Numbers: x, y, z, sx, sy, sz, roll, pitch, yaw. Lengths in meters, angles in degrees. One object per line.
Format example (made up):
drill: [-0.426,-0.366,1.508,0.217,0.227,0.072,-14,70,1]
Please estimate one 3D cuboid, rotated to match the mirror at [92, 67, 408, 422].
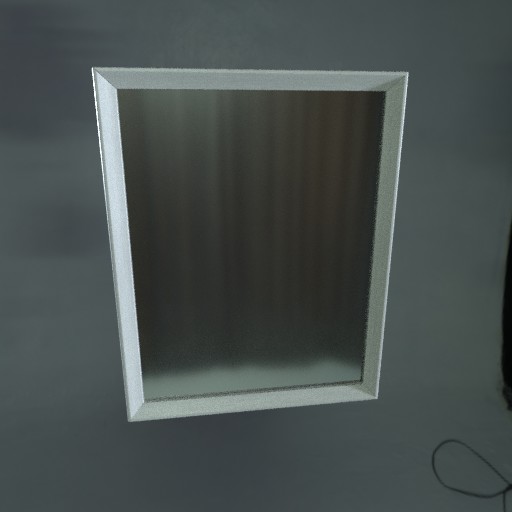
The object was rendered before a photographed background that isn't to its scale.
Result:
mirror: [0.000,0.000,0.658,0.406,0.509,0.041,-3,18,-8]
